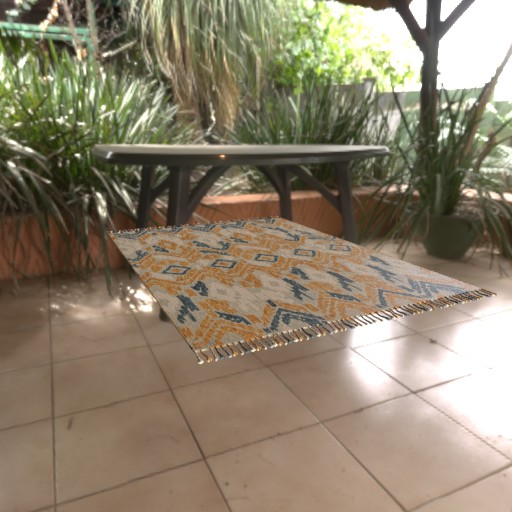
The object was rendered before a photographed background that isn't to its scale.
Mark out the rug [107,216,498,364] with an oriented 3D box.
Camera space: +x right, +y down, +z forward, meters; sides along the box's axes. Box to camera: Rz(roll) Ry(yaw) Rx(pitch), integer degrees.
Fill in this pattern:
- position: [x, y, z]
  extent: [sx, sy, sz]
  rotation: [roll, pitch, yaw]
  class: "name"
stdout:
- position: [0.000, 0.000, 2.260]
  extent: [1.230, 0.008, 1.827]
  rotation: [-7, 17, -25]
  class: "rug"
